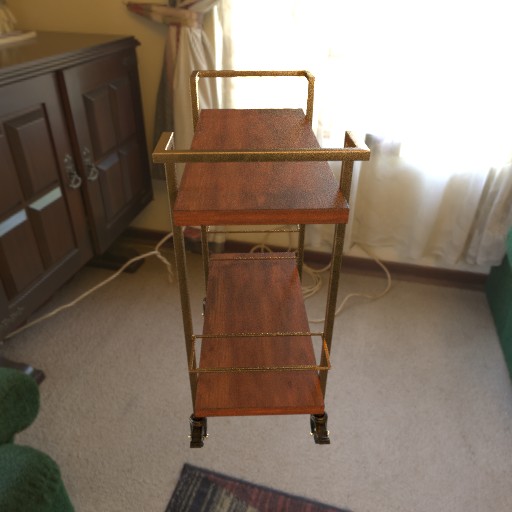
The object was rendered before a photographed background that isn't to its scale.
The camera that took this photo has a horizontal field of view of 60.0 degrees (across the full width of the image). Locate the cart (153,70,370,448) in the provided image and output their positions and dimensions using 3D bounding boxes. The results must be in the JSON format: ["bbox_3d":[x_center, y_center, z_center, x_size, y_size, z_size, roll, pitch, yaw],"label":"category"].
[{"bbox_3d":[0.000,0.000,1.176,0.364,0.807,0.695,-1,32,-2],"label":"cart"}]
